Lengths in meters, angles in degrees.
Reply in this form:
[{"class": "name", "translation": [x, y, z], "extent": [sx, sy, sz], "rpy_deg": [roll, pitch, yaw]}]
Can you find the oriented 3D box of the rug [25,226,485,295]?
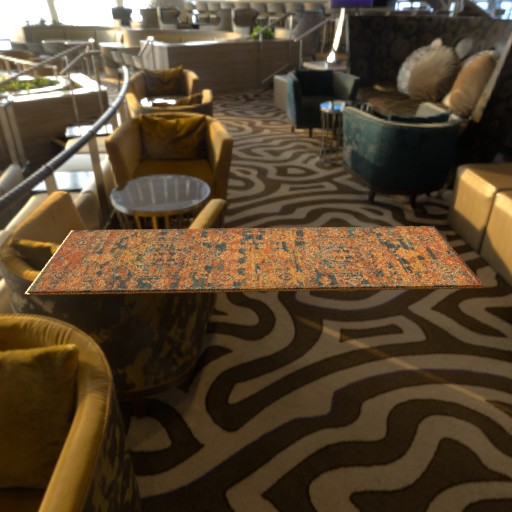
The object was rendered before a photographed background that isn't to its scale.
[{"class": "rug", "translation": [0.000, 0.000, 1.986], "extent": [1.820, 0.013, 0.556], "rpy_deg": [-1, 30, -1]}]
